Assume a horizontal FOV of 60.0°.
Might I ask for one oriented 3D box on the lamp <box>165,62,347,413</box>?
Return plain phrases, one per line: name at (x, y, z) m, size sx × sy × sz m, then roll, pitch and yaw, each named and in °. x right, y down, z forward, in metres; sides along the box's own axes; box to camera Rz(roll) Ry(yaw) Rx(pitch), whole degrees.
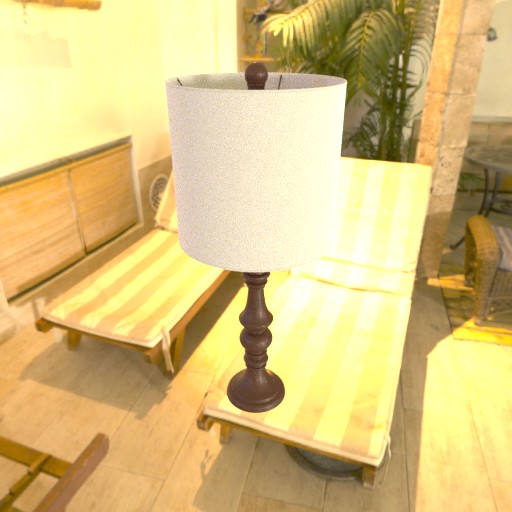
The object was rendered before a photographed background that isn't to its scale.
lamp at (0.000, 0.000, 0.743) m, size 0.250 × 0.597 × 0.250 m, roll 9°, pitch 28°, yaw 17°
